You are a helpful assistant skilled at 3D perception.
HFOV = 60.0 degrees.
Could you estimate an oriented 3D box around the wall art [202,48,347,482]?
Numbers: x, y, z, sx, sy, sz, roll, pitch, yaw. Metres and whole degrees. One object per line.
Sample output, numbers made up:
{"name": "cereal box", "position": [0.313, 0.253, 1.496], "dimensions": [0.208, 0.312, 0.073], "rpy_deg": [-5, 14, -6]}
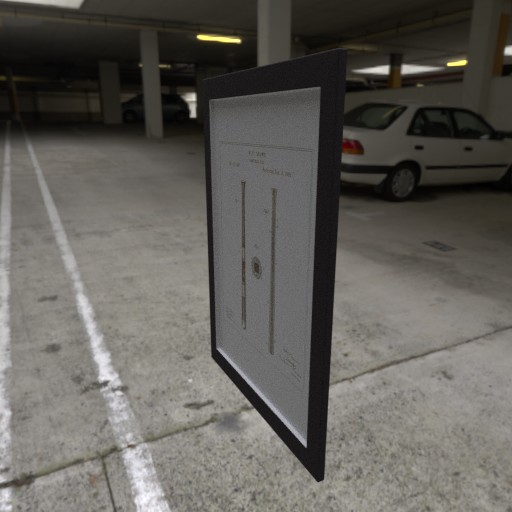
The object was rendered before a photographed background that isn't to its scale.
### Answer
{"name": "wall art", "position": [0.000, 0.000, 0.674], "dimensions": [0.012, 0.529, 0.374], "rpy_deg": [-9, 19, -27]}
